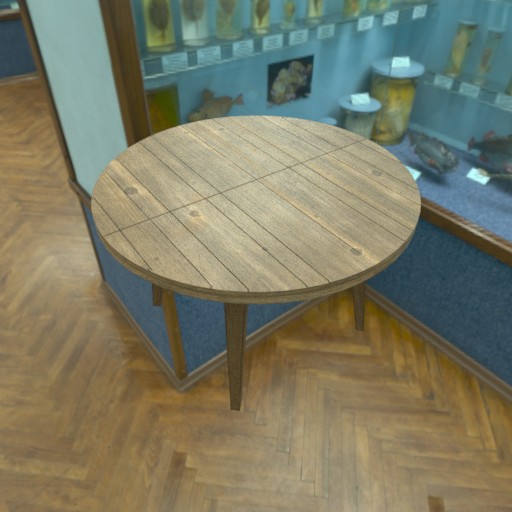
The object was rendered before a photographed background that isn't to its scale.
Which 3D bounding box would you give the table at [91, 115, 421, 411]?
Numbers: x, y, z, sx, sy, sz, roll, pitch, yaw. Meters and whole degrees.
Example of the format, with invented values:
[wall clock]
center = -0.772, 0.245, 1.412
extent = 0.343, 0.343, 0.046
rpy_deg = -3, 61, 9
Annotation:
[table]
center = 0.000, 0.000, 1.941
extent = 1.213, 0.764, 1.213
rpy_deg = 0, 40, 0
